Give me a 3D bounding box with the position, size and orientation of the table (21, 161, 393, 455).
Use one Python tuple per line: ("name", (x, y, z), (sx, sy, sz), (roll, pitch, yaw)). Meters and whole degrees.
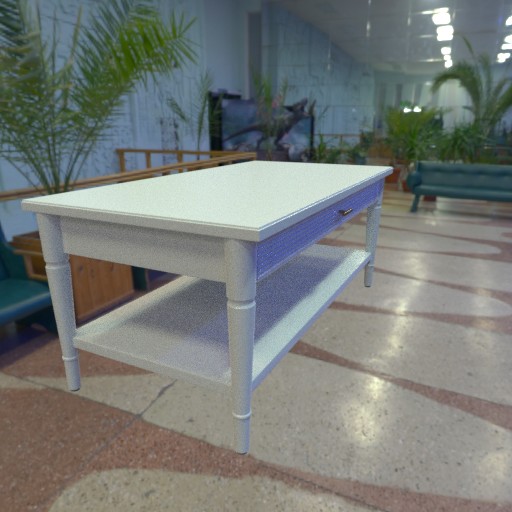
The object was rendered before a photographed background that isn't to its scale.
("table", (0.000, 0.000, 1.324), (0.559, 0.457, 1.067), (9, 19, 26))
